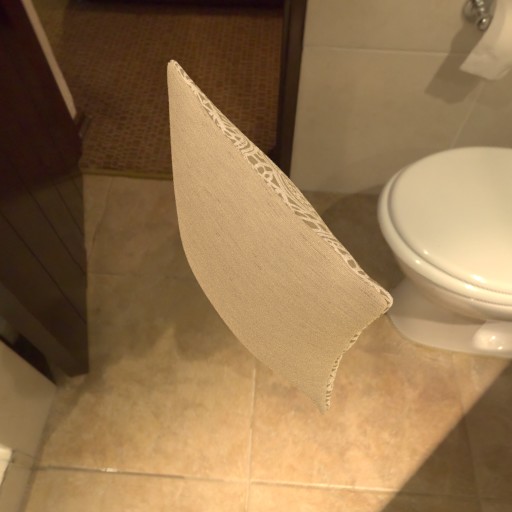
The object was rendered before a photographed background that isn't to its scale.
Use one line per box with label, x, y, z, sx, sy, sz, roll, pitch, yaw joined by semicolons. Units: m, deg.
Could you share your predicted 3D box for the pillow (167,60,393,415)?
pillow;0.000;0.000;0.666;0.167;0.421;0.438;-29;62;-17
